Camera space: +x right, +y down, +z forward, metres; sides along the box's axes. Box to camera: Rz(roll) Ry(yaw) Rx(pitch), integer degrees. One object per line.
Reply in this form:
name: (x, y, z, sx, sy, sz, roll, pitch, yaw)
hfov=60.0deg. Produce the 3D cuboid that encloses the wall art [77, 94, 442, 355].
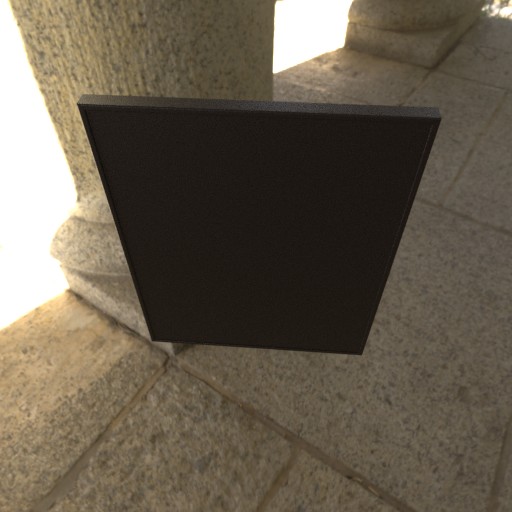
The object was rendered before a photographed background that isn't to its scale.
wall art: (0.000, 0.000, 0.755, 0.451, 0.551, 0.028, 3, 47, 3)
